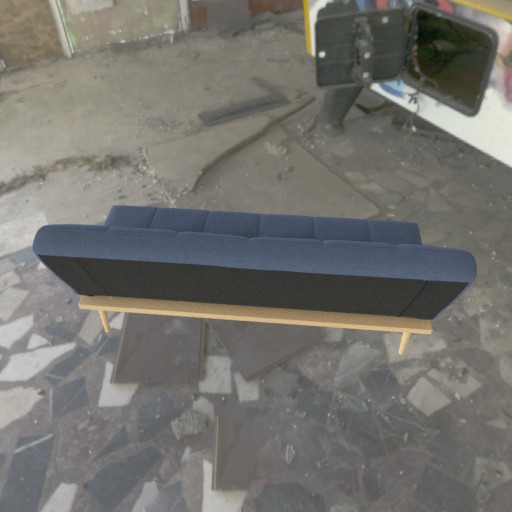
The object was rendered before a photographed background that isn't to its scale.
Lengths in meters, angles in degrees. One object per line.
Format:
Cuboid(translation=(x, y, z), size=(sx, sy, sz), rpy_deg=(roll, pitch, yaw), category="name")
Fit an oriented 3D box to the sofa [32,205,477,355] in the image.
Cuboid(translation=(0.000, 0.000, 2.269), size=(1.800, 0.800, 0.796), rpy_deg=(4, 46, 4), category="sofa")
